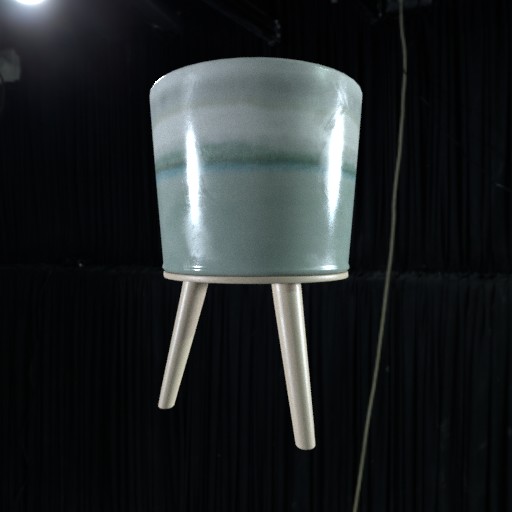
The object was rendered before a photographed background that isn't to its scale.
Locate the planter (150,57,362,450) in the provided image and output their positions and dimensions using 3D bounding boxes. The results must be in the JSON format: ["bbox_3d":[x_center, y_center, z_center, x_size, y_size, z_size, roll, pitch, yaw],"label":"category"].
[{"bbox_3d":[0.000,0.000,0.574,0.265,0.404,0.265,0,2,17],"label":"planter"}]
